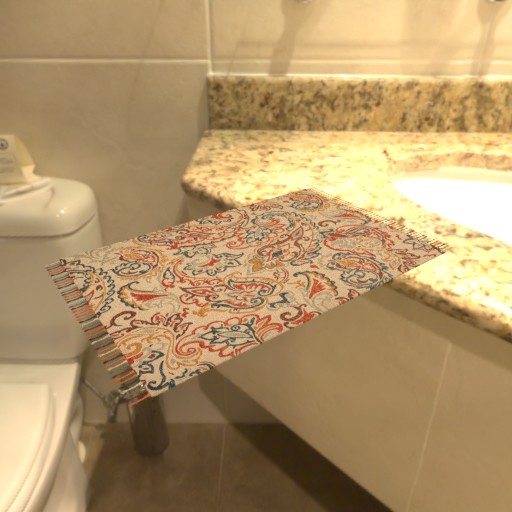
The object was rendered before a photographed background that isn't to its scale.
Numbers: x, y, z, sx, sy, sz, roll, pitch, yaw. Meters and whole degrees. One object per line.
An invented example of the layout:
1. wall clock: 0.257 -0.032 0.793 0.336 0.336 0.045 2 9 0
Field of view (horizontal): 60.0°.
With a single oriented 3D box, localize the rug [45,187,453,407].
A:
1. rug: 0.000 0.000 2.507 1.997 0.010 1.218 -20 36 -31
